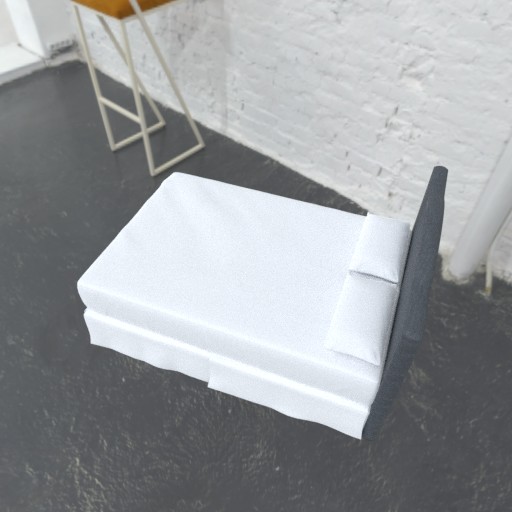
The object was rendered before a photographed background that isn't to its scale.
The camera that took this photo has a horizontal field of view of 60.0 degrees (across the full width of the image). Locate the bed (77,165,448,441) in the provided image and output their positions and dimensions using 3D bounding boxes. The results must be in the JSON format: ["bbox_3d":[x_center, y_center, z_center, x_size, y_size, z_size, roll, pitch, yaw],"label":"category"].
[{"bbox_3d":[0.000,0.000,3.603,2.507,1.441,1.747,16,48,15],"label":"bed"}]
